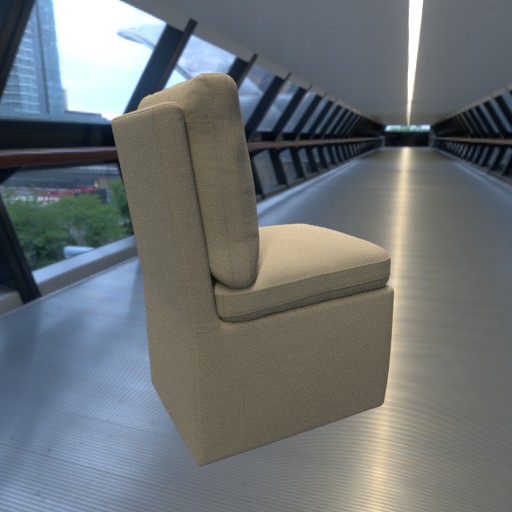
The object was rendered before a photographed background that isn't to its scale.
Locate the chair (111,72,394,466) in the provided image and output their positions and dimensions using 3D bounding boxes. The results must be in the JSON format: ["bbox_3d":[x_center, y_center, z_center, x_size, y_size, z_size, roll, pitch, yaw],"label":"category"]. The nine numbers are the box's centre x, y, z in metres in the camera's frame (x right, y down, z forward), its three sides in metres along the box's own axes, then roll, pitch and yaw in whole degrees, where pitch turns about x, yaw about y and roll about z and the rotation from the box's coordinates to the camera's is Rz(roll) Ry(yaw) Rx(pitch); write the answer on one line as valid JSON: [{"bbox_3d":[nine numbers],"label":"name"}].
[{"bbox_3d":[0.000,0.000,1.311,0.698,0.927,0.503,-7,15,-27],"label":"chair"}]
